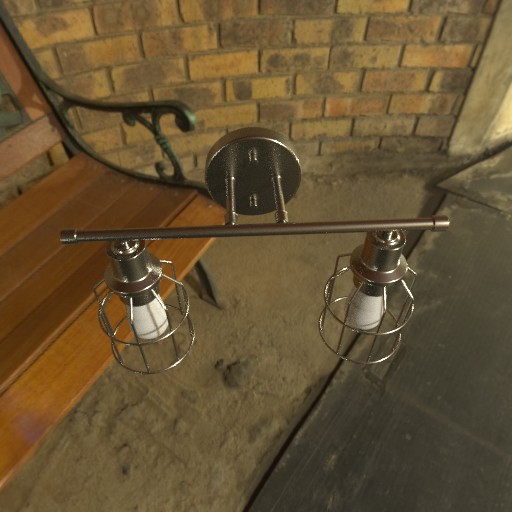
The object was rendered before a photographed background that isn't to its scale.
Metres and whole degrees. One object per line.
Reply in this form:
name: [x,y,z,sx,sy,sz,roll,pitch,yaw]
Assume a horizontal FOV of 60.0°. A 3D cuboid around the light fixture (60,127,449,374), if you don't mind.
light fixture: [0.000,0.000,0.538,0.406,0.254,0.165,-2,47,-2]
